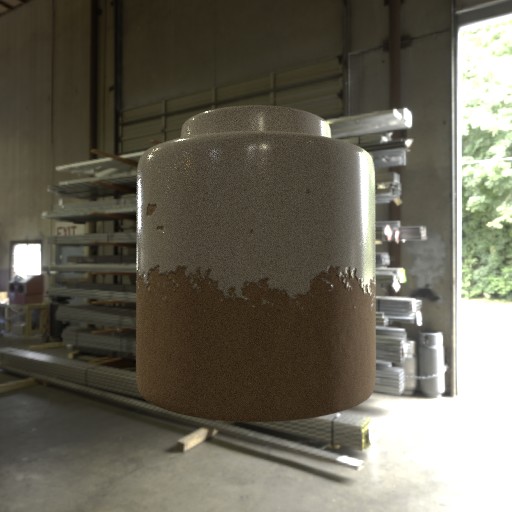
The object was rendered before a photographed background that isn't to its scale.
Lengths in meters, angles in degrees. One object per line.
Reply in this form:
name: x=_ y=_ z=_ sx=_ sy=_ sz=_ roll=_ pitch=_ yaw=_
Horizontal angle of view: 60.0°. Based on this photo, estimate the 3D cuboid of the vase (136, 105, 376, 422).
vase: x=0.000 y=0.000 z=0.294 sx=0.153 sy=0.167 sz=0.153 roll=0 pitch=-1 yaw=0
